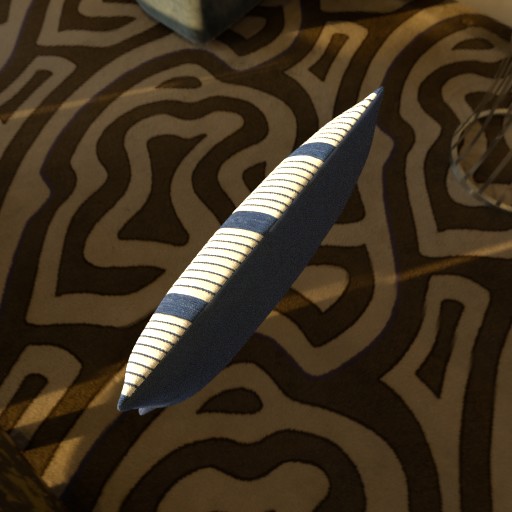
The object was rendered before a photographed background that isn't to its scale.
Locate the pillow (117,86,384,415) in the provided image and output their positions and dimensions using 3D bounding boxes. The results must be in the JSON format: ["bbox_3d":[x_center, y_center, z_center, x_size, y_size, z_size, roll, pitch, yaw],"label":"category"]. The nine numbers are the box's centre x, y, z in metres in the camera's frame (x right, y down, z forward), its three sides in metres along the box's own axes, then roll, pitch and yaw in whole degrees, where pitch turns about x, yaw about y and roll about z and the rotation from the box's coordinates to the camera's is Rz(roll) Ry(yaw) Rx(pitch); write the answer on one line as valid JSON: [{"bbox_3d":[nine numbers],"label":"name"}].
[{"bbox_3d":[0.000,0.000,0.733,0.156,0.292,0.608,33,68,15],"label":"pillow"}]
